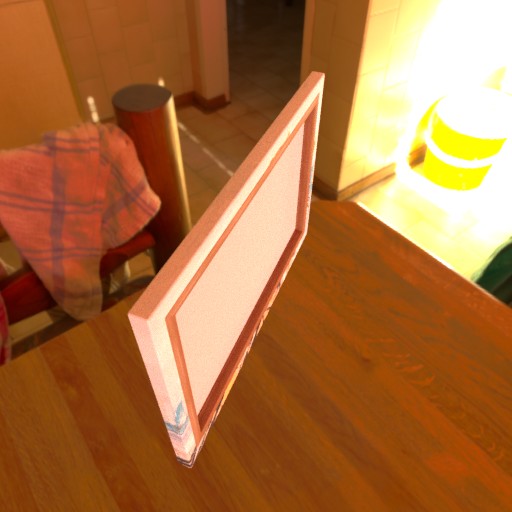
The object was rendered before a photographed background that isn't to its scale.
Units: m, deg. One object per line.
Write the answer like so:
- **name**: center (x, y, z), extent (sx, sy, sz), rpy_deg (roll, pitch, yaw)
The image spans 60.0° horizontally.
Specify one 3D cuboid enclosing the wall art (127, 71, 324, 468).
- **wall art**: center (0.000, 0.000, 1.162), extent (0.038, 0.609, 0.913), rpy_deg (17, 48, 15)
